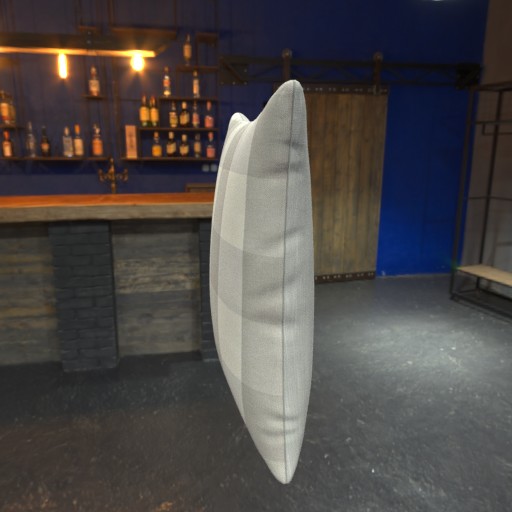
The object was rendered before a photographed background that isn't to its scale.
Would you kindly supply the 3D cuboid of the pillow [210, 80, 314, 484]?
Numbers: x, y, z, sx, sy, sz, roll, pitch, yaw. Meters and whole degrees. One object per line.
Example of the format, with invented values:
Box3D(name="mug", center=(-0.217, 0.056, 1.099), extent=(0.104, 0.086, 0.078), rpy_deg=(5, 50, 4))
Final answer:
Box3D(name="pillow", center=(0.000, 0.000, 0.771), extent=(0.161, 0.509, 0.511), rpy_deg=(-2, 14, -9))
